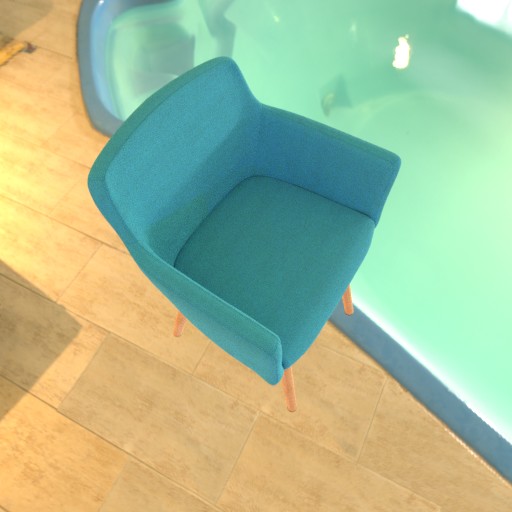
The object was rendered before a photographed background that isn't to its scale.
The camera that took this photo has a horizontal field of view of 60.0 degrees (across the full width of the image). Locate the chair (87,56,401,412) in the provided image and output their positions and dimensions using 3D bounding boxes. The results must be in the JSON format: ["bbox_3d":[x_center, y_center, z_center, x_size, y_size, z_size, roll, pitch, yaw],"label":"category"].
[{"bbox_3d":[0.000,0.000,1.160,0.540,0.780,0.570,29,63,16],"label":"chair"}]
